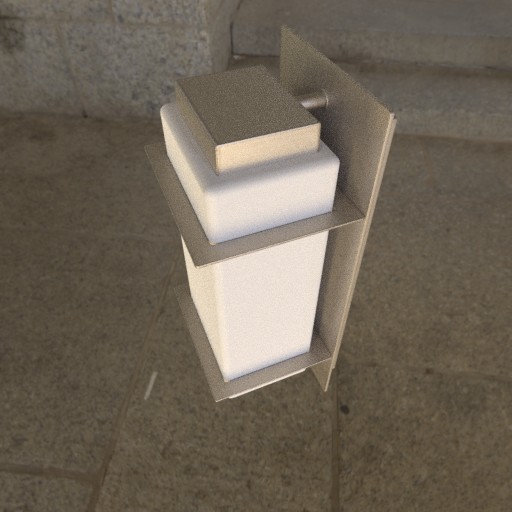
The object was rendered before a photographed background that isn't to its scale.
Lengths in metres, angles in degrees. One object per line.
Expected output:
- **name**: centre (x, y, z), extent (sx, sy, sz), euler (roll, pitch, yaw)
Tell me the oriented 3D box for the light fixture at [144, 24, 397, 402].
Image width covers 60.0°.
- **light fixture**: centre (0.000, 0.000, 0.457), extent (0.160, 0.380, 0.168), euler (-17, 49, -15)
